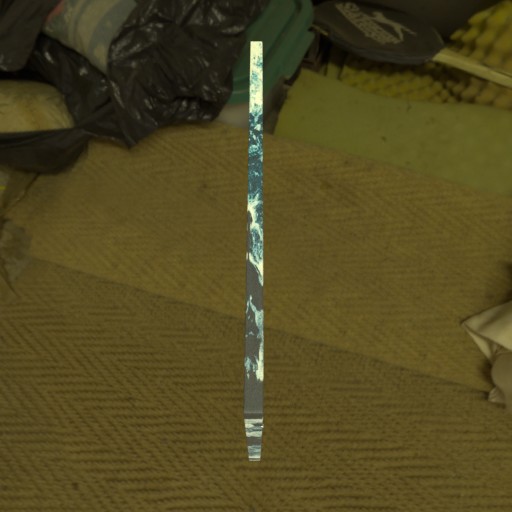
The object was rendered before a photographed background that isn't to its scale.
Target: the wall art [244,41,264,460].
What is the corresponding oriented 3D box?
[{"bbox_3d":[0.000,0.000,1.932,0.055,1.017,1.524,0,59,0],"label":"wall art"}]
